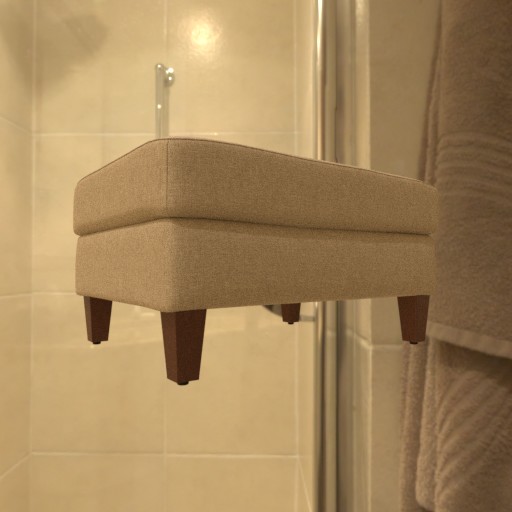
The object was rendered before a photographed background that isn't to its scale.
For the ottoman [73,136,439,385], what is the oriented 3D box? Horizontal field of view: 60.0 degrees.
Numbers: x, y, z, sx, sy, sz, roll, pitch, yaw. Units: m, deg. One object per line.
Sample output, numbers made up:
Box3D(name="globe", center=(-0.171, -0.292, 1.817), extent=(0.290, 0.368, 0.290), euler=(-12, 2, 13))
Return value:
Box3D(name="ottoman", center=(0.000, 0.000, 1.308), extent=(0.898, 0.519, 0.677), euler=(1, -2, -36))
